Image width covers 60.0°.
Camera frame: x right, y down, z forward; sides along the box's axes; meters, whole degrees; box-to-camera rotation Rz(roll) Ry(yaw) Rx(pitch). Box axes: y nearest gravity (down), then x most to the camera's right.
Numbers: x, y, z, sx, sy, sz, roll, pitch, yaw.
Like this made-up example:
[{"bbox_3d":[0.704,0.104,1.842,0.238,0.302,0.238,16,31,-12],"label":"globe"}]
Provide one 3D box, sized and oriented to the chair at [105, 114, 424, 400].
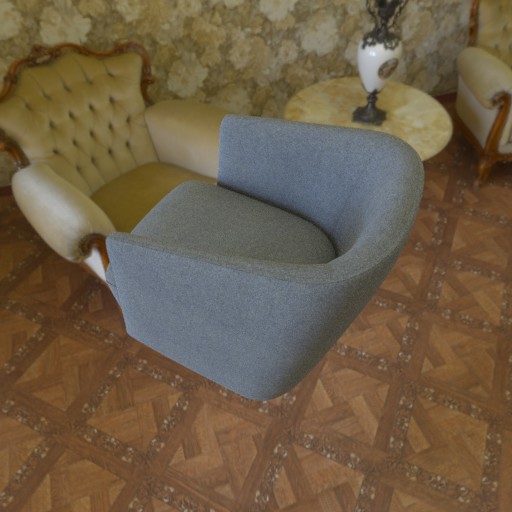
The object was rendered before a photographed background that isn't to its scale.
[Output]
[{"bbox_3d":[0.000,0.000,1.651,0.986,0.861,0.822,18,49,16],"label":"chair"}]
